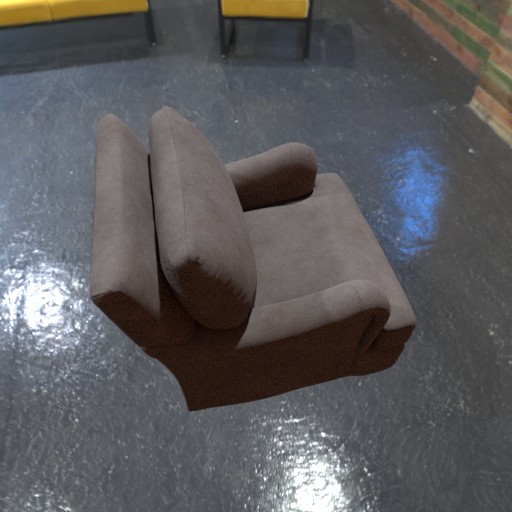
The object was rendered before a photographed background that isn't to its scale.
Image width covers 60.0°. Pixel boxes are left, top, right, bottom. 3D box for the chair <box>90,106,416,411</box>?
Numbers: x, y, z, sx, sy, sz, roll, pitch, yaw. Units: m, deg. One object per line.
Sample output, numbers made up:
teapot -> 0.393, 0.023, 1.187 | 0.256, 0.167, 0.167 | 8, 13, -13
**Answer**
chair -> 0.000, 0.000, 1.821 | 1.070, 0.997, 0.955 | -9, 49, -8
